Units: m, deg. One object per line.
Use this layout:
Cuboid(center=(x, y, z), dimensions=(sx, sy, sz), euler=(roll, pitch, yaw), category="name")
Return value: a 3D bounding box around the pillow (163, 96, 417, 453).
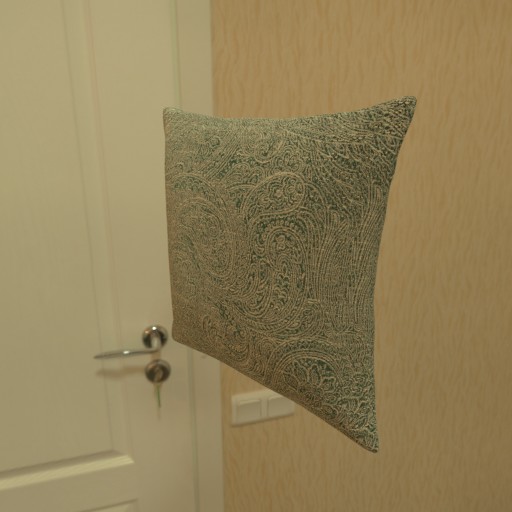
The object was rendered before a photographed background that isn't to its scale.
Cuboid(center=(0.000, 0.000, 0.773), dimensions=(0.526, 0.507, 0.166), euler=(16, 23, 42), category="pillow")
